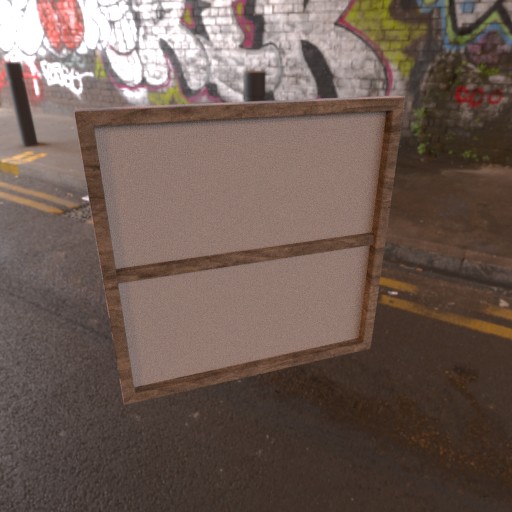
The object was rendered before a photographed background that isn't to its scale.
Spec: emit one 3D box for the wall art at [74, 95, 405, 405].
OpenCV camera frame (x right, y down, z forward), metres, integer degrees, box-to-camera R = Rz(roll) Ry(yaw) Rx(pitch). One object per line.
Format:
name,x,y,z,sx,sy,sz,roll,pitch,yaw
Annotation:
wall art,0.000,0.000,1.131,0.747,0.747,0.035,-8,27,-17
